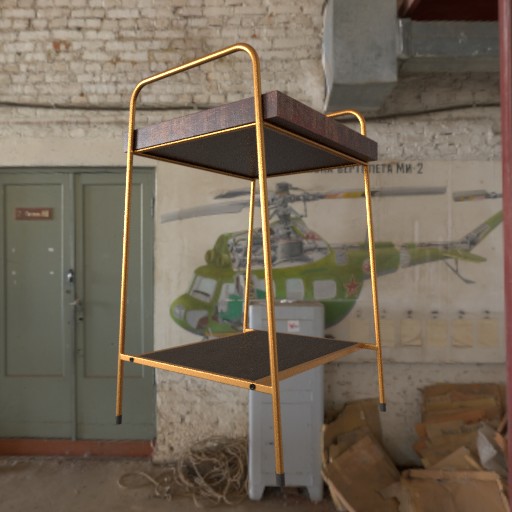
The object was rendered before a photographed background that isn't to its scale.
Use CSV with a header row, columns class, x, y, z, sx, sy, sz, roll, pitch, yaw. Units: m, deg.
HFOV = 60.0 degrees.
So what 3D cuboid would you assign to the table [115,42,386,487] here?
class,x,y,z,sx,sy,sz,roll,pitch,yaw
table,0.000,0.000,0.979,0.430,0.710,0.430,0,0,37
